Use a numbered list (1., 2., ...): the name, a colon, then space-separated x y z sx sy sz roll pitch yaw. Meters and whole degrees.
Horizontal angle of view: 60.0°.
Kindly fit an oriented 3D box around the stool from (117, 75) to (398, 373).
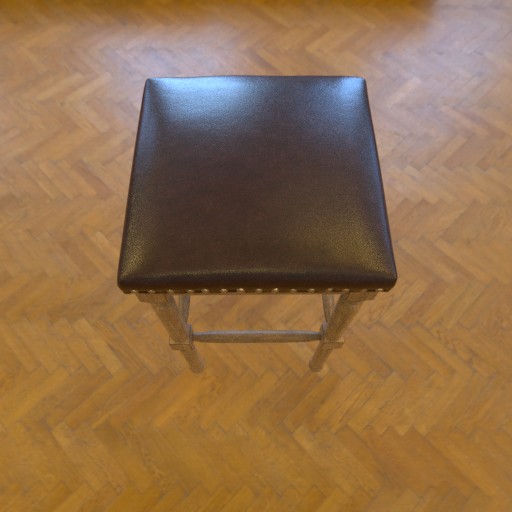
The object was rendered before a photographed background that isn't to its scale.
1. stool: 0.000 0.000 0.942 0.382 0.702 0.383 0 64 0
